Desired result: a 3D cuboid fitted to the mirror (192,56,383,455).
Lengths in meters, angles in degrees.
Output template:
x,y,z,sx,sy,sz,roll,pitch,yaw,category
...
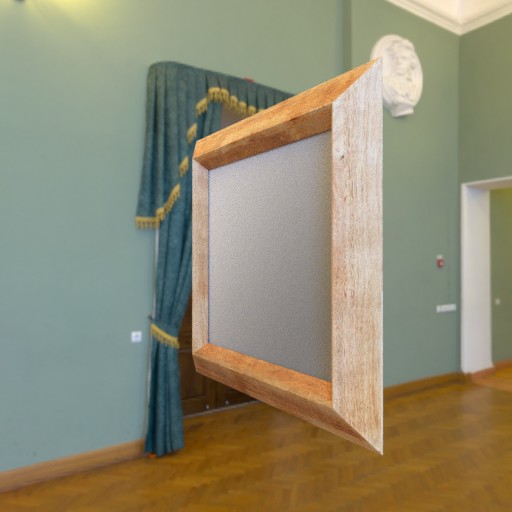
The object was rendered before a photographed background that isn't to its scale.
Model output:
x,y,z,sx,sy,sz,roll,pitch,yaw,category
0.000,0.000,0.974,0.047,0.651,0.651,0,0,-35,mirror
